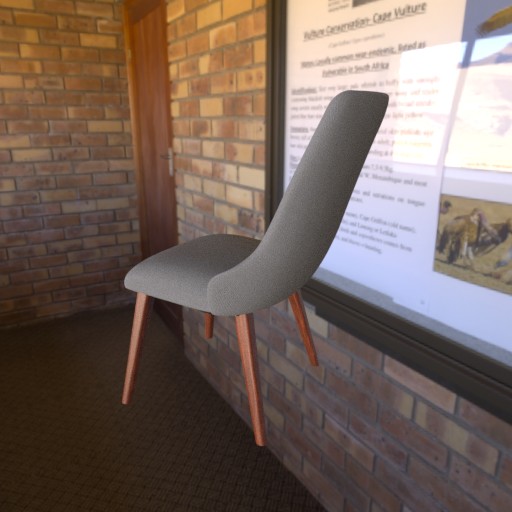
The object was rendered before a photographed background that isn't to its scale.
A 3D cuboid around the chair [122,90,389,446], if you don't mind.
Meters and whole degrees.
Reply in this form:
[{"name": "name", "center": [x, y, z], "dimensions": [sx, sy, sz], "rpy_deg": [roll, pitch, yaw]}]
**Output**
[{"name": "chair", "center": [0.000, 0.000, 1.351], "dimensions": [0.707, 0.918, 0.535], "rpy_deg": [8, 18, 26]}]
